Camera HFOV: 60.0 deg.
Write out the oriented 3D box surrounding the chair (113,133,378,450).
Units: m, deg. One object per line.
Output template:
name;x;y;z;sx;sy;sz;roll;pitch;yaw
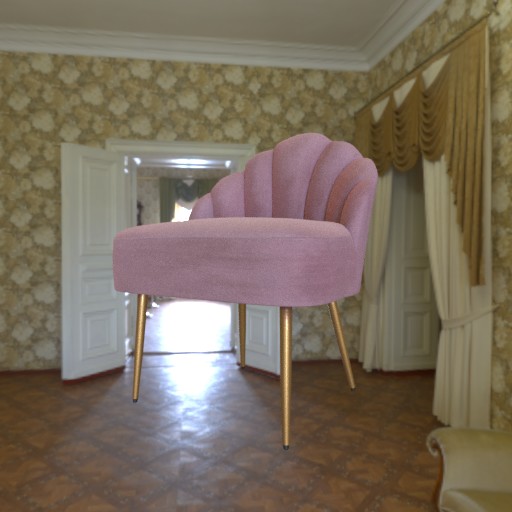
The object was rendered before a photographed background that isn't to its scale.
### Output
chair;0.000;0.000;1.283;0.657;0.819;0.599;1;1;36
